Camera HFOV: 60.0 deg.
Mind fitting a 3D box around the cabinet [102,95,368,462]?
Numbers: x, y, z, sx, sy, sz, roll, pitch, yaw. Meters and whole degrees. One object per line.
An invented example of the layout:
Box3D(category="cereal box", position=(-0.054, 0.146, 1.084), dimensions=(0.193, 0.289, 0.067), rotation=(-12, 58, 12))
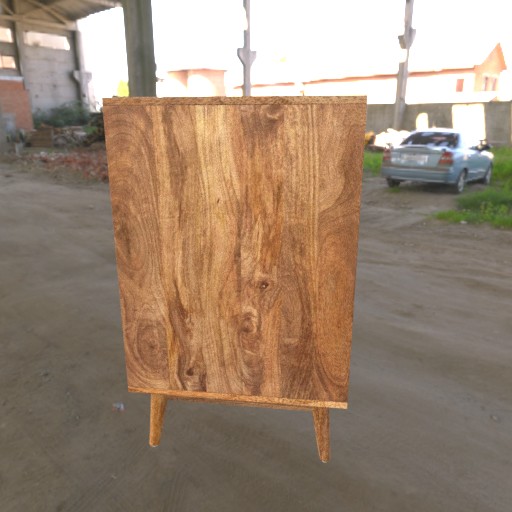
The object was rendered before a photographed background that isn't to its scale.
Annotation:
Box3D(category="cabinet", position=(0.000, 0.000, 1.175), dimensions=(0.473, 0.758, 0.647), rotation=(2, 16, 7))
